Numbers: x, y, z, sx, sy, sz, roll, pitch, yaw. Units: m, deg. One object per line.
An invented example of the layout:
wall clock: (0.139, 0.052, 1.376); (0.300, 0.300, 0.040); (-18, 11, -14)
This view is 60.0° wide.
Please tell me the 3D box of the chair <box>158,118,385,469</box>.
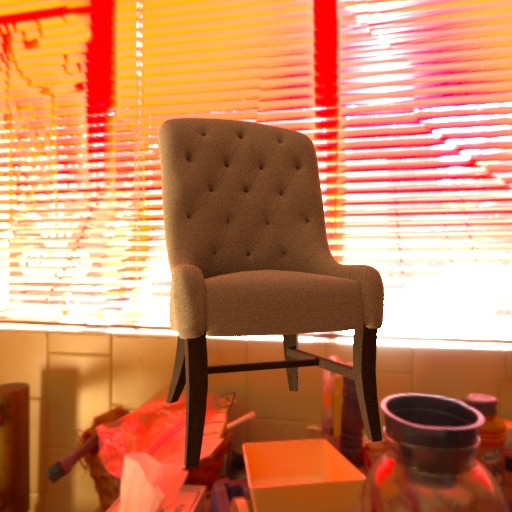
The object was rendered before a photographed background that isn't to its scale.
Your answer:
chair: (0.000, 0.000, 1.512); (0.634, 1.091, 0.629); (0, -1, -18)
